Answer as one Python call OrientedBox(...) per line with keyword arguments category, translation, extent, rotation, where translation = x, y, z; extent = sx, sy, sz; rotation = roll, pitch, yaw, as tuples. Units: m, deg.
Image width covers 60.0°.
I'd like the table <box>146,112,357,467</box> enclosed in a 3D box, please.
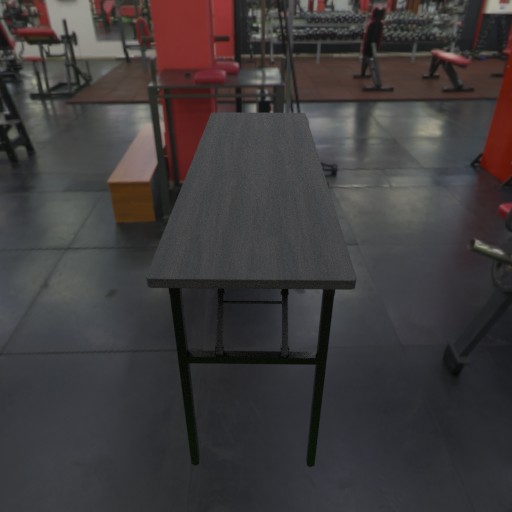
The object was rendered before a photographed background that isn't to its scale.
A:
OrientedBox(category="table", translation=(0.000, 0.000, 1.728), extent=(0.449, 0.750, 1.399), rotation=(0, 32, 1))
